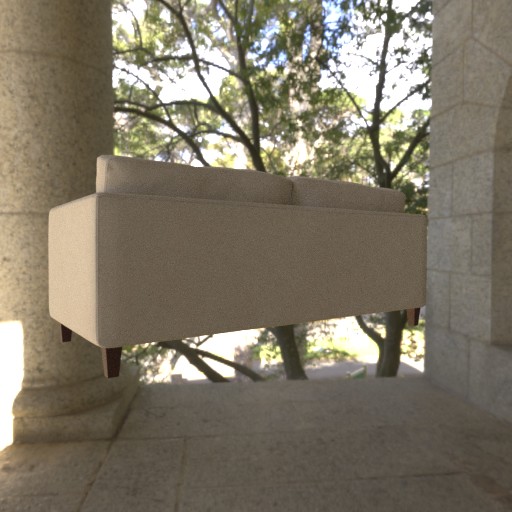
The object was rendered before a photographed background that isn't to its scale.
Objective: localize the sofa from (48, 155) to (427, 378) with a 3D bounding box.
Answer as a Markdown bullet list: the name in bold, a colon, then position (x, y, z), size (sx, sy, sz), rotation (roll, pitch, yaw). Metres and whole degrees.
- **sofa**: position (0.000, 0.000, 2.696), size (2.181, 0.932, 0.948), rotation (-1, 1, -35)
